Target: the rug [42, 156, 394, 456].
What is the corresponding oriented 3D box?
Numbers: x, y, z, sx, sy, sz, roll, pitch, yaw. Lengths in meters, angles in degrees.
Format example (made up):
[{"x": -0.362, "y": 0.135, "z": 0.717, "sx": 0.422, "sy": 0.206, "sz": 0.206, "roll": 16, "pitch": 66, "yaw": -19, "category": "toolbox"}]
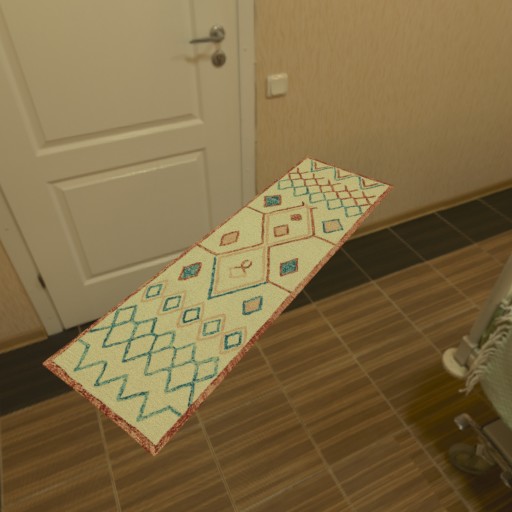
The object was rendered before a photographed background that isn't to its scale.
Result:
[{"x": 0.000, "y": 0.000, "z": 2.674, "sx": 0.750, "sy": 0.011, "sz": 2.435, "roll": 26, "pitch": 48, "yaw": 26, "category": "rug"}]
